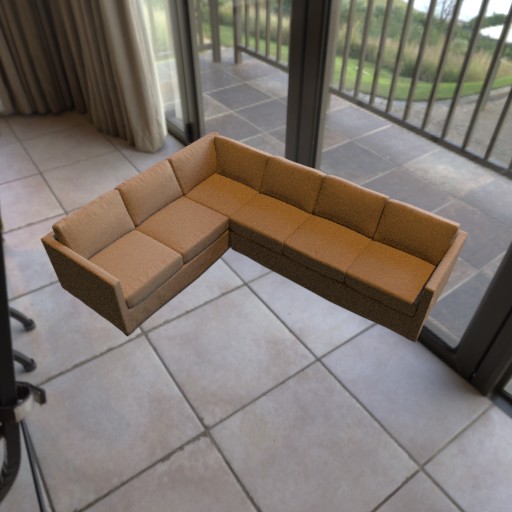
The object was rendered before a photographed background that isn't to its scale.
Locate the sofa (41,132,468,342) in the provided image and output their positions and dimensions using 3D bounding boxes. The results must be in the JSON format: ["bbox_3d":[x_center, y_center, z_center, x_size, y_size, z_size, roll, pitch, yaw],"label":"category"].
[{"bbox_3d":[0.000,0.000,4.278,3.182,0.871,2.432,26,49,26],"label":"sofa"}]
